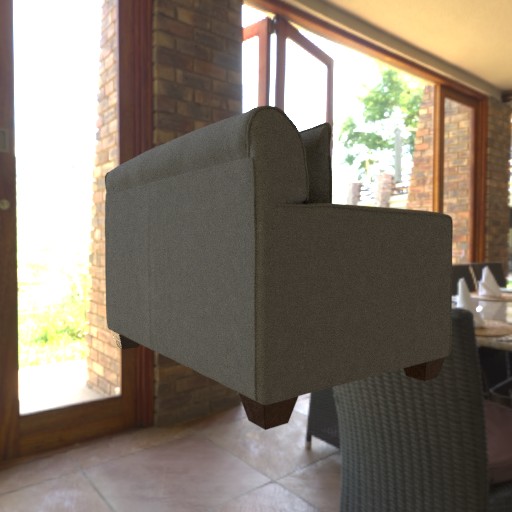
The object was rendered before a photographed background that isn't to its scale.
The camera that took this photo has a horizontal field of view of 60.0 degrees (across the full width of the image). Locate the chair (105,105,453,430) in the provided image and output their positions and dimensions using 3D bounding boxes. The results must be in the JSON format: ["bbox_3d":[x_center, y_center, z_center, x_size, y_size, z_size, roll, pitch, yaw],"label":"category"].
[{"bbox_3d":[0.000,0.000,2.028,0.992,0.953,1.395,-1,2,-36],"label":"chair"}]
